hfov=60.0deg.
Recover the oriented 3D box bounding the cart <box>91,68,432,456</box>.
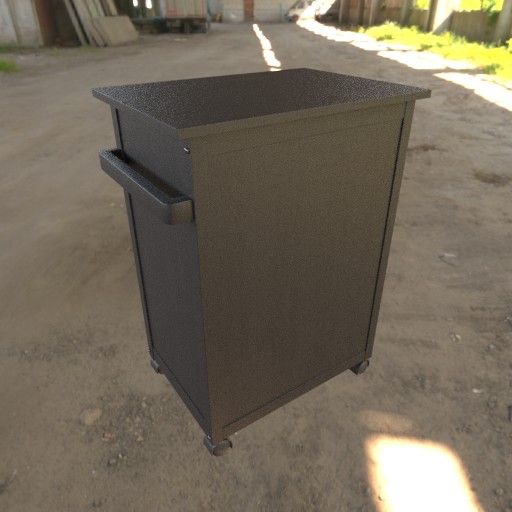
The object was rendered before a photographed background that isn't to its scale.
[{"bbox_3d":[0.000,0.000,1.232,0.660,0.879,0.456,-19,35,-29],"label":"cart"}]
